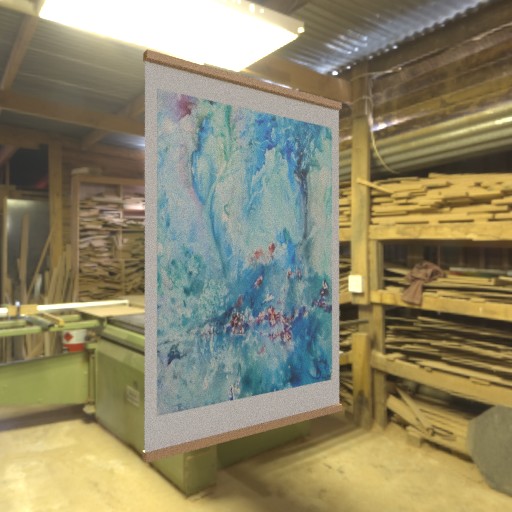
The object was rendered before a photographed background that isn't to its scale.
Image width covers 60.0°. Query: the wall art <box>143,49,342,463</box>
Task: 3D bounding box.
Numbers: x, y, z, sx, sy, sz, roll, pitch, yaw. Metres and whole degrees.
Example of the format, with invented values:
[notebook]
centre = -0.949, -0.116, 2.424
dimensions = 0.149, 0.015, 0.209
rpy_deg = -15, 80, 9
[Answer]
[wall art]
centre = 0.000, 0.000, 1.913
dimensions = 0.991, 1.510, 0.040
rpy_deg = 0, 0, -34
